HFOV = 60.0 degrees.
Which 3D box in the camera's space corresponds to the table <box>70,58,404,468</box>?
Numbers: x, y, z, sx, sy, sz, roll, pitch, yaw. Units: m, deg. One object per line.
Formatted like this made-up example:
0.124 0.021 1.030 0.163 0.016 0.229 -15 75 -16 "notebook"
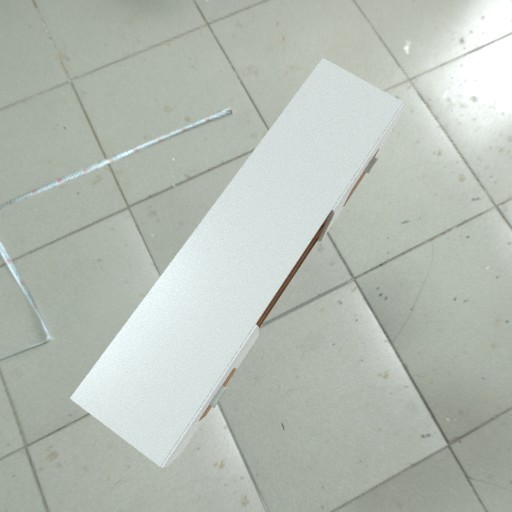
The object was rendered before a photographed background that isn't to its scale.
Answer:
0.000 0.000 1.772 0.400 0.440 1.550 33 77 8 "table"
